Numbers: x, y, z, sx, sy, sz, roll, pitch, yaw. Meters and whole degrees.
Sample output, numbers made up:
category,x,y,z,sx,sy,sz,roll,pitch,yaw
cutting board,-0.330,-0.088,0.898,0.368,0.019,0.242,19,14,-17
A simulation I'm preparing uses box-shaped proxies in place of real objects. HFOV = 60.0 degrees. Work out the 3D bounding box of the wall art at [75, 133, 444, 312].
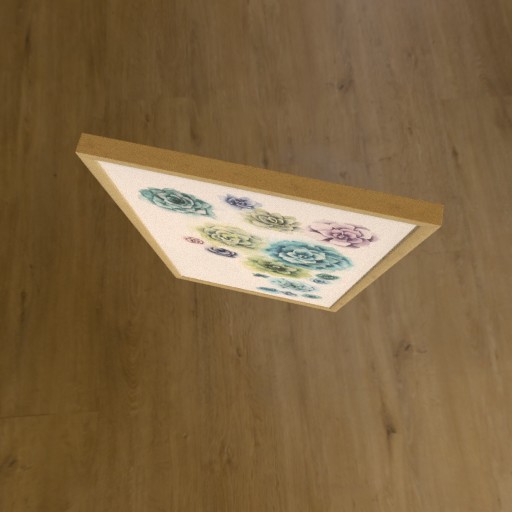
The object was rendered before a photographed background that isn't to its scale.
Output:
category,x,y,z,sx,sy,sz,roll,pitch,yaw
wall art,0.000,0.000,0.994,0.510,0.810,0.039,12,75,3
